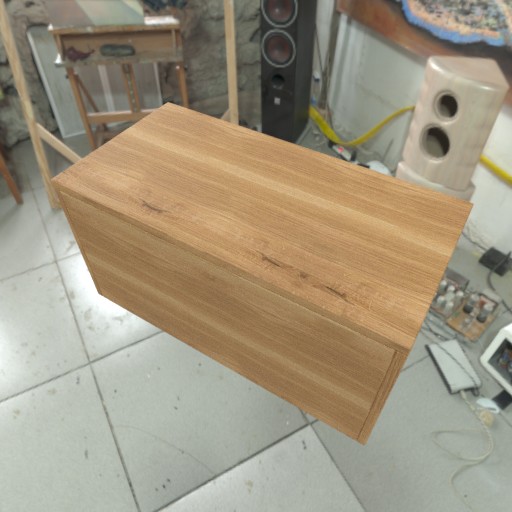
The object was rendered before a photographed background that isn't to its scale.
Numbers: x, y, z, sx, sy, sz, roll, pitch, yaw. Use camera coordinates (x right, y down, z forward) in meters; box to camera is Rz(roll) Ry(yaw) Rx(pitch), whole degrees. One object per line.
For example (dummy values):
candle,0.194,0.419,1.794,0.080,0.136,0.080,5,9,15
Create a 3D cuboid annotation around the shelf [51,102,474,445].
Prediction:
shelf,0.000,0.000,1.077,0.800,0.400,0.400,24,52,21
